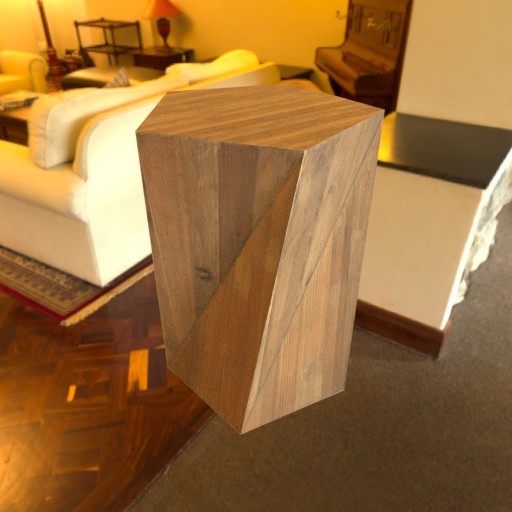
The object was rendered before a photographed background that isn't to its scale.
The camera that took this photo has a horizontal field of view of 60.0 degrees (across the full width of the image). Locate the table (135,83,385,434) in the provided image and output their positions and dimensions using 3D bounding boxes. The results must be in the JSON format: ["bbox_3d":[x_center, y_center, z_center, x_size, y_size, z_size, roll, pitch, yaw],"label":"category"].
[{"bbox_3d":[0.000,0.000,0.929,0.425,0.604,0.441,-8,34,-13],"label":"table"}]
